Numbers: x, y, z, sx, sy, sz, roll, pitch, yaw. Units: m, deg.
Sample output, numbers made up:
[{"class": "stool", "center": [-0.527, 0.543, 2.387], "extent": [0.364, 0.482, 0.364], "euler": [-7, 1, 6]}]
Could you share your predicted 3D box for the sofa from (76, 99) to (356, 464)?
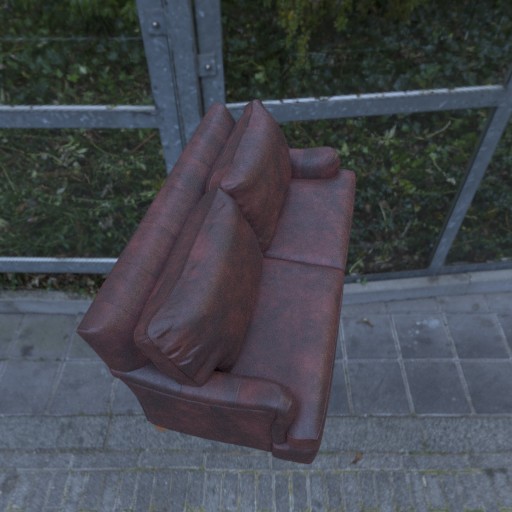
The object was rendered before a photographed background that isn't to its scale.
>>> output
[{"class": "sofa", "center": [0.000, 0.000, 2.817], "extent": [1.147, 1.071, 2.144], "euler": [10, 48, 9]}]
